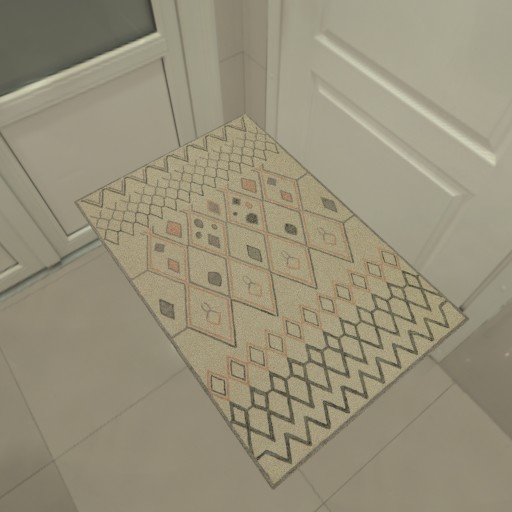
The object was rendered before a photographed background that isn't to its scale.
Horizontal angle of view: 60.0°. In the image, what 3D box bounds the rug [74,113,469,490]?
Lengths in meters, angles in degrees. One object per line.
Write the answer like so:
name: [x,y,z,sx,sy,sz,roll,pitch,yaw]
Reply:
rug: [0.000,0.000,2.339,1.219,0.016,1.829,-33,64,-18]
